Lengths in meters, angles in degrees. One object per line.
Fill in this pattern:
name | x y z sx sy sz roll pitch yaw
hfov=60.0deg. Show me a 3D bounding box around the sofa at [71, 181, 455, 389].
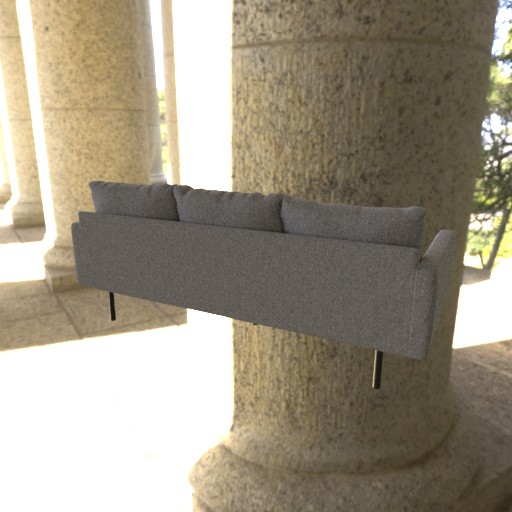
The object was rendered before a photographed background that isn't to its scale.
sofa | 0.000 0.000 2.513 2.000 0.830 0.850 8 17 27
